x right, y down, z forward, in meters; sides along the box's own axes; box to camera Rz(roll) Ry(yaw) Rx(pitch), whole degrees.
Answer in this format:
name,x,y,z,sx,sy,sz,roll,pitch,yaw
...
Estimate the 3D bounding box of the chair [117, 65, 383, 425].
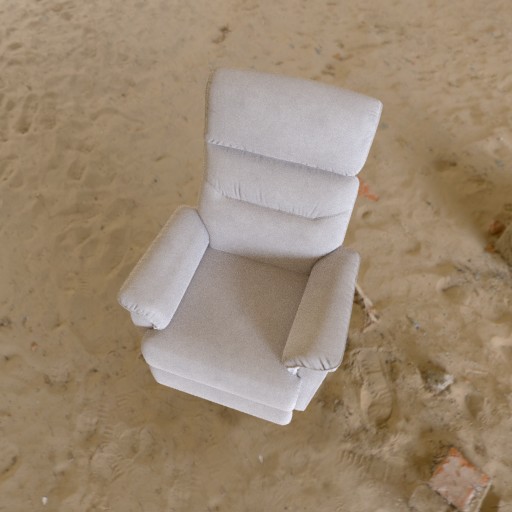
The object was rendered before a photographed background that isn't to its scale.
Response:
name,x,y,z,sx,sy,sz,roll,pitch,yaw
chair,0.000,0.000,1.756,0.820,1.039,1.001,16,60,9
